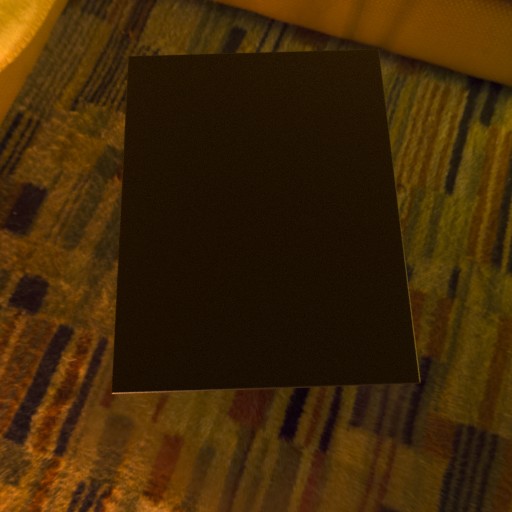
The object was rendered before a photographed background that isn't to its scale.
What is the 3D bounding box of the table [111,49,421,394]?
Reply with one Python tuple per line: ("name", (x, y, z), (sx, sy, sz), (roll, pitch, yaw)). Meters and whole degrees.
("table", (0.000, 0.000, 1.011), (0.451, 0.646, 0.564), (-2, 75, 0))
